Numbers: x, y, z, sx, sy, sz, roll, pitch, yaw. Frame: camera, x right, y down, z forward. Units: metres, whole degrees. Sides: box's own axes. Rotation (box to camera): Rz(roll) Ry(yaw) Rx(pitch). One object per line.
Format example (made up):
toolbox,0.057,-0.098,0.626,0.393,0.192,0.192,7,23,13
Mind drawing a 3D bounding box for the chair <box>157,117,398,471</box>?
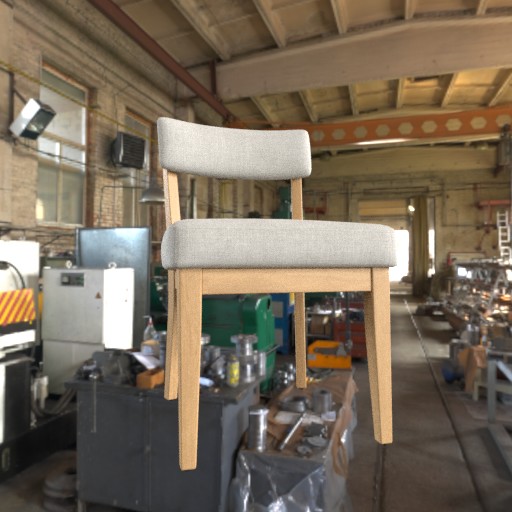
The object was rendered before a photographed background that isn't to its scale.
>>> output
chair,0.000,0.000,1.168,0.508,0.832,0.572,0,-1,-16
